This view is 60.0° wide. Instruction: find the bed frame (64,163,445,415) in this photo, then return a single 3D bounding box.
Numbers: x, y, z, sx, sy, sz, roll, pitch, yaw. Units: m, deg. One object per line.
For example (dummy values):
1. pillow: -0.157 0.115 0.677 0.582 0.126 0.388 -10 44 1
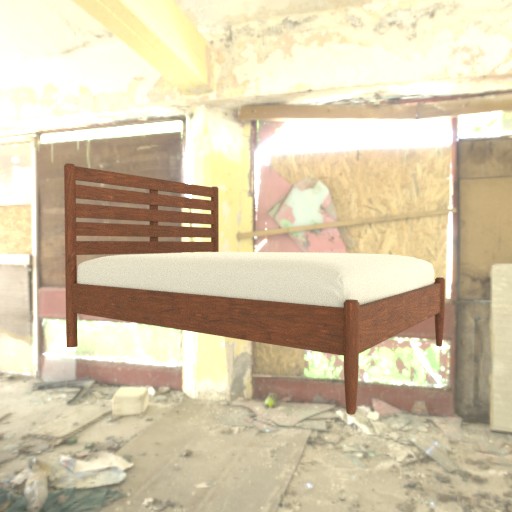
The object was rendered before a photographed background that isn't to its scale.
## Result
1. bed frame: 0.000 0.000 3.215 2.234 1.321 1.655 1 2 36
